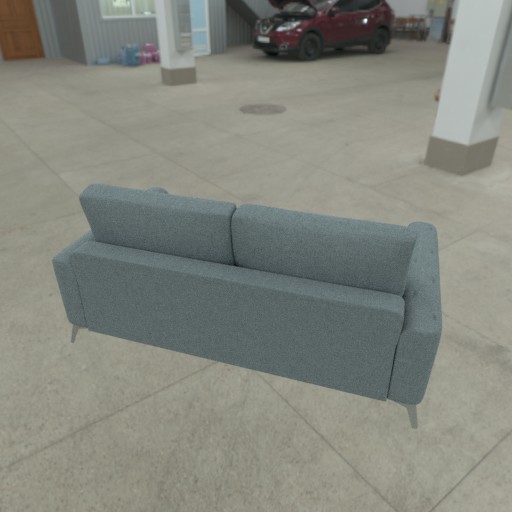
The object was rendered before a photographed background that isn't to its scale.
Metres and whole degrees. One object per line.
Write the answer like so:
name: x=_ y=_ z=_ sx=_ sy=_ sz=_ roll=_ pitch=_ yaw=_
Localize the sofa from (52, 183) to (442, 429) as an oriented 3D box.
sofa: x=0.000 y=0.000 z=2.138 sx=1.650 sy=0.790 sz=0.920 roll=9 pitch=32 yaw=15
